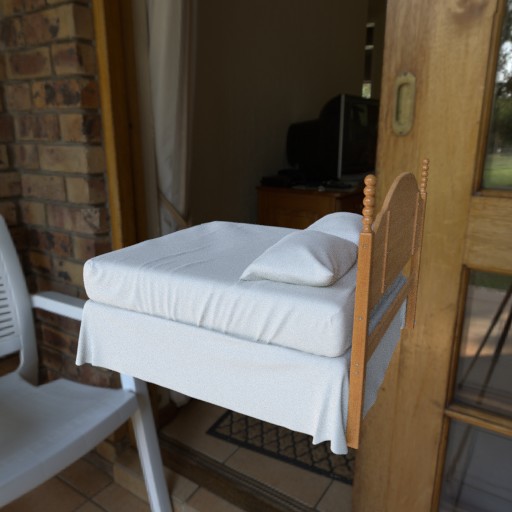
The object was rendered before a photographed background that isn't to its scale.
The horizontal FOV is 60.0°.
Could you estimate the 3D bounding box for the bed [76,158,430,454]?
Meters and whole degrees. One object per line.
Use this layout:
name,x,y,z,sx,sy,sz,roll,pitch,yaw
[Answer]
bed,0.000,0.000,3.194,2.040,1.356,1.873,8,17,27
